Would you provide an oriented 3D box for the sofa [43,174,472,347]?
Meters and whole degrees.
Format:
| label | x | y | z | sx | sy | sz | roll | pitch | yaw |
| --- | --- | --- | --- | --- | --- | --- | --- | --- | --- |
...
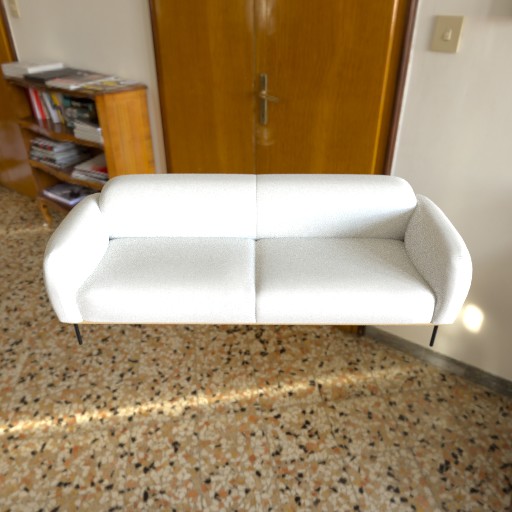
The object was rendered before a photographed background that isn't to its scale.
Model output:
| label | x | y | z | sx | sy | sz | roll | pitch | yaw |
| --- | --- | --- | --- | --- | --- | --- | --- | --- | --- |
| sofa | 0.000 | 0.000 | 2.652 | 2.257 | 0.780 | 0.880 | 0 | 31 | 0 |
